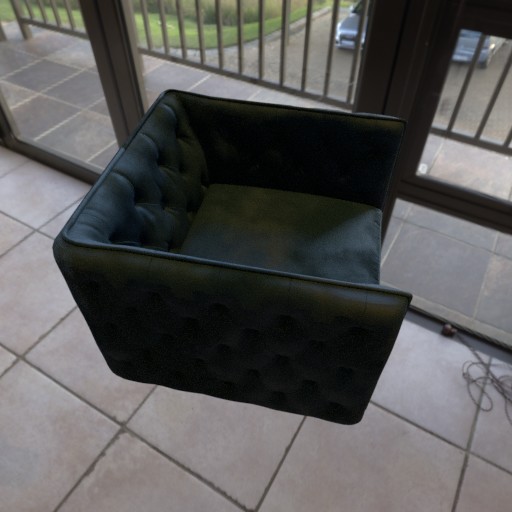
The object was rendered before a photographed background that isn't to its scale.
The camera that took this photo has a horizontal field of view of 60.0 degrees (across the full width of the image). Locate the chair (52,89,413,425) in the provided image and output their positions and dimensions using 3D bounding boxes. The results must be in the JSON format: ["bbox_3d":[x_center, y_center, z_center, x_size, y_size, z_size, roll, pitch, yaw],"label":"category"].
[{"bbox_3d":[0.000,0.000,1.546,0.877,0.771,0.868,9,48,8],"label":"chair"}]
